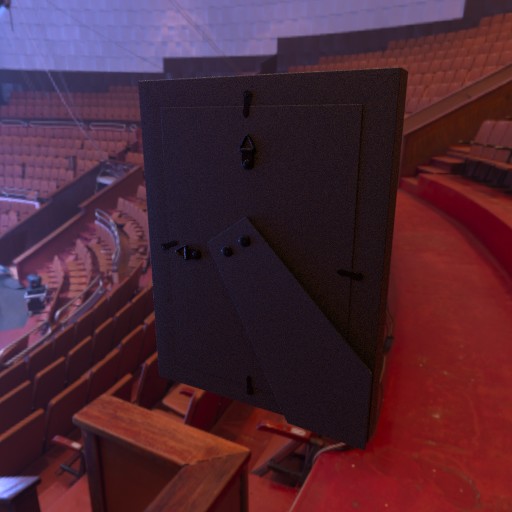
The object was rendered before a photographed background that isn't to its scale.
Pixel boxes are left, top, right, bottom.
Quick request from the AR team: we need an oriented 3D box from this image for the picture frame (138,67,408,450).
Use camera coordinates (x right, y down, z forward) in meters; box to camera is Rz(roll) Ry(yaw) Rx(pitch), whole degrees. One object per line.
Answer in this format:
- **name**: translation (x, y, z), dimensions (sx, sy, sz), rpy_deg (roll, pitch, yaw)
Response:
- **picture frame**: translation (0.000, 0.000, 0.275), dimensions (0.157, 0.208, 0.028), rpy_deg (9, 19, 26)
